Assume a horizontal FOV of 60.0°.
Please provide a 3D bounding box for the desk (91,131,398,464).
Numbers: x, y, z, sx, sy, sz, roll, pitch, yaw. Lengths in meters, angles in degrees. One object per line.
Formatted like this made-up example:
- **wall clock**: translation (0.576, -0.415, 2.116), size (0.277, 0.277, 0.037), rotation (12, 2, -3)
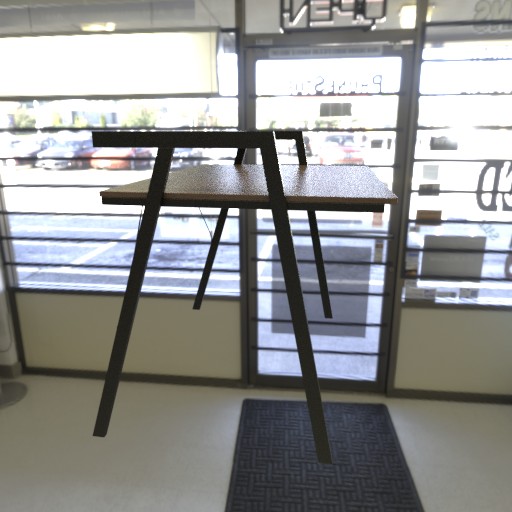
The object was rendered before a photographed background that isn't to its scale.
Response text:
- **desk**: translation (0.000, 0.000, 1.839), size (0.936, 0.998, 1.143), rotation (3, 16, 9)
